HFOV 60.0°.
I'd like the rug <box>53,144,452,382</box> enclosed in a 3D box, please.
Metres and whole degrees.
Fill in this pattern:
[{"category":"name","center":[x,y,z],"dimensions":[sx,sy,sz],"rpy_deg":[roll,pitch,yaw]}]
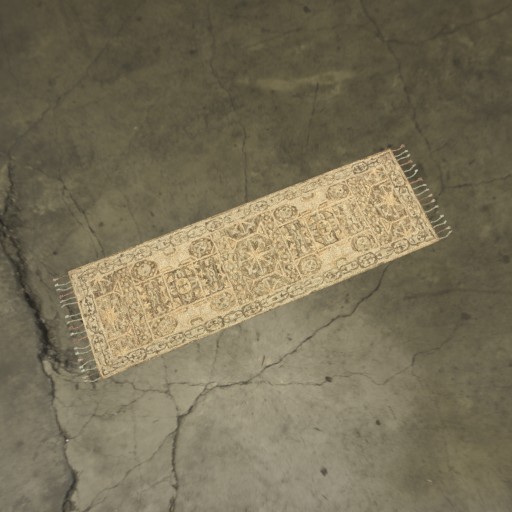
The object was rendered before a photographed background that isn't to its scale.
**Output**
[{"category":"rug","center":[0.000,0.000,3.034],"dimensions":[2.664,0.011,0.762],"rpy_deg":[-22,76,-6]}]
